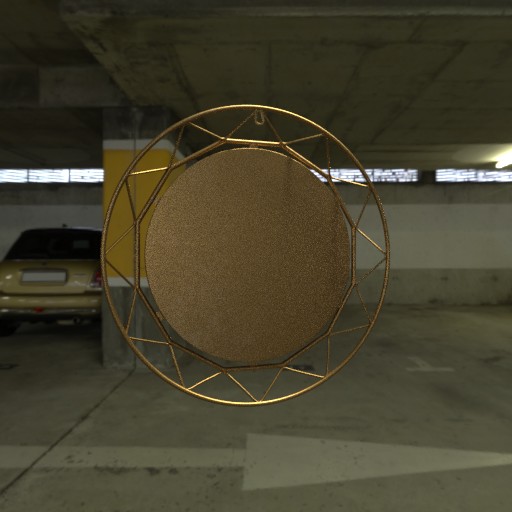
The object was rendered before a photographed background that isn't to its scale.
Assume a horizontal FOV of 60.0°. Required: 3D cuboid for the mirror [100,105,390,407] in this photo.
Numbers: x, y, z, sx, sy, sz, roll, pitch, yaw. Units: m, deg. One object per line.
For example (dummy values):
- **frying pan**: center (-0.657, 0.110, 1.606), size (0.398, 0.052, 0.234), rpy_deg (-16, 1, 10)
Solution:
- **mirror**: center (0.000, 0.000, 0.687), size (0.454, 0.454, 0.043), rpy_deg (0, 0, -17)
